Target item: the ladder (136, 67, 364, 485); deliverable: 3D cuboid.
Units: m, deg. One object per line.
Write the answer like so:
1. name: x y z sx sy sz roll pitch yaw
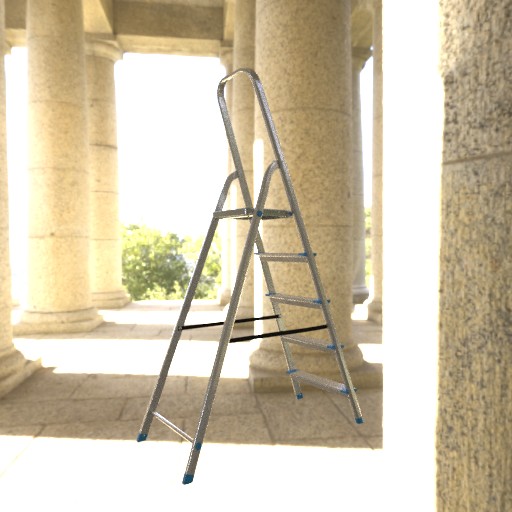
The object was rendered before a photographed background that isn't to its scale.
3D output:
1. ladder: 0.000 0.000 2.072 0.990 1.648 0.468 -1 1 -36
